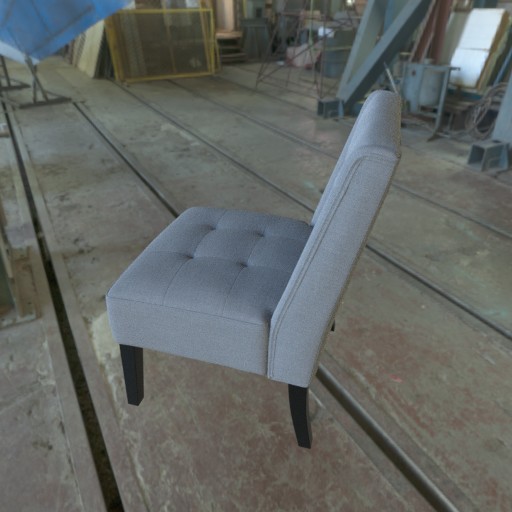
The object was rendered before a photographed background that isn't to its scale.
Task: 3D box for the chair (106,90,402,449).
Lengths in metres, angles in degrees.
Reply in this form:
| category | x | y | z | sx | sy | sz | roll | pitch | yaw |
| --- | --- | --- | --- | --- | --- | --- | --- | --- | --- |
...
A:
| category | x | y | z | sx | sy | sz | roll | pitch | yaw |
| --- | --- | --- | --- | --- | --- | --- | --- | --- | --- |
| chair | 0.000 | 0.000 | 1.274 | 0.676 | 0.853 | 0.569 | 8 | 32 | 14 |
